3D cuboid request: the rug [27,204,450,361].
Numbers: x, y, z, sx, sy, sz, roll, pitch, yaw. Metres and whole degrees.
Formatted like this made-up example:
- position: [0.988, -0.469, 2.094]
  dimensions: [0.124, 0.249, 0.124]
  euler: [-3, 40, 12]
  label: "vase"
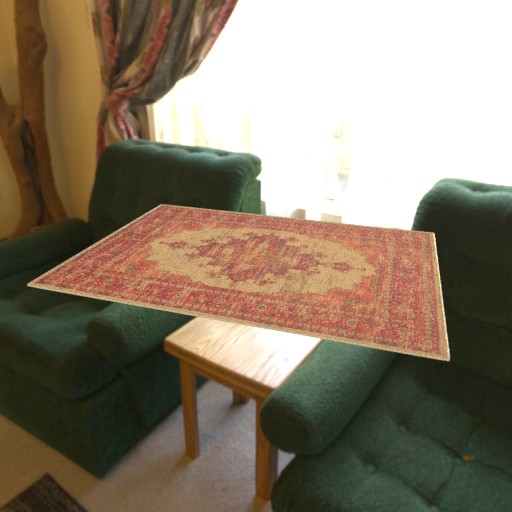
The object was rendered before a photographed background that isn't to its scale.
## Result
- position: [0.000, 0.000, 2.866]
  dimensions: [2.232, 0.011, 1.555]
  euler: [8, 25, 16]
  label: "rug"
